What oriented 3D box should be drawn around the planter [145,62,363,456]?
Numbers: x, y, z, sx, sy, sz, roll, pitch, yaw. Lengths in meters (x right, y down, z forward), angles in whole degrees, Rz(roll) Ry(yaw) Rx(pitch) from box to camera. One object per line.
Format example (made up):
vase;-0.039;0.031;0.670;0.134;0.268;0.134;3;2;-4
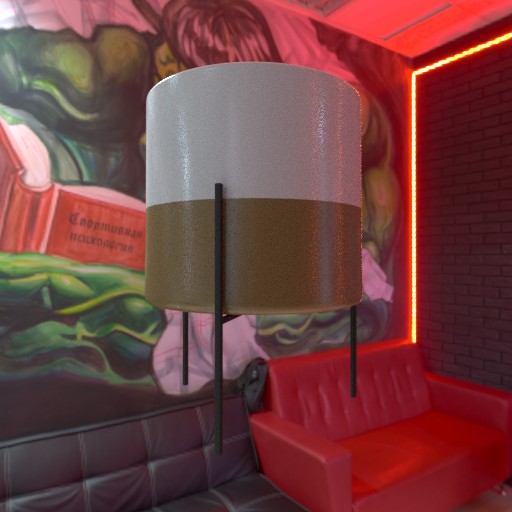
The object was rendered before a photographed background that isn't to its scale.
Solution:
planter;0.000;0.000;0.633;0.310;0.432;0.310;0;0;-1
